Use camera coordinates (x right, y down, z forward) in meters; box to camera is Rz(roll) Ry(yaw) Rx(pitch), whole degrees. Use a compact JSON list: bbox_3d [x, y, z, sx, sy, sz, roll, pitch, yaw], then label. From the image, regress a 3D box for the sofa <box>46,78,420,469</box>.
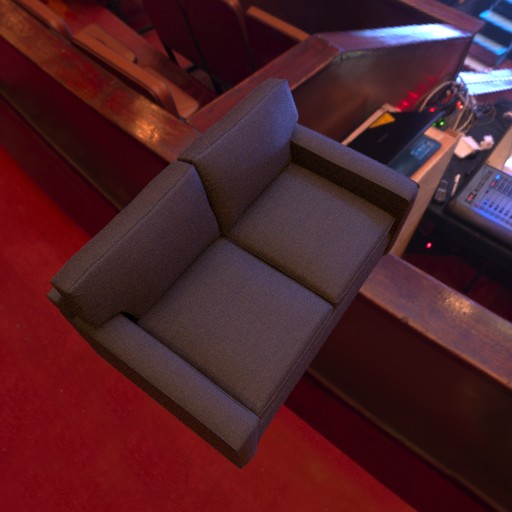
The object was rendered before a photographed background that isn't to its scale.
[{"bbox_3d":[0.000,0.000,2.142,0.974,0.887,1.534,32,64,18],"label":"sofa"}]
